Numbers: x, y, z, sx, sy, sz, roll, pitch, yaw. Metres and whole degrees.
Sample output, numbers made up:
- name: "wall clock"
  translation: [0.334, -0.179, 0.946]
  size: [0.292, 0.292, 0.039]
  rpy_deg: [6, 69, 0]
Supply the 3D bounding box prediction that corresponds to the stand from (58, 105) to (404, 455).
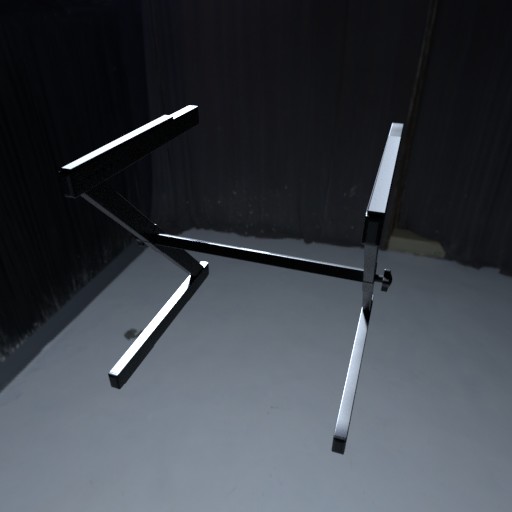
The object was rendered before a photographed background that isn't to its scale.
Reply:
- name: "stand"
  translation: [0.000, 0.000, 1.174]
  size: [0.700, 0.617, 0.586]
  rpy_deg: [10, 33, 16]
